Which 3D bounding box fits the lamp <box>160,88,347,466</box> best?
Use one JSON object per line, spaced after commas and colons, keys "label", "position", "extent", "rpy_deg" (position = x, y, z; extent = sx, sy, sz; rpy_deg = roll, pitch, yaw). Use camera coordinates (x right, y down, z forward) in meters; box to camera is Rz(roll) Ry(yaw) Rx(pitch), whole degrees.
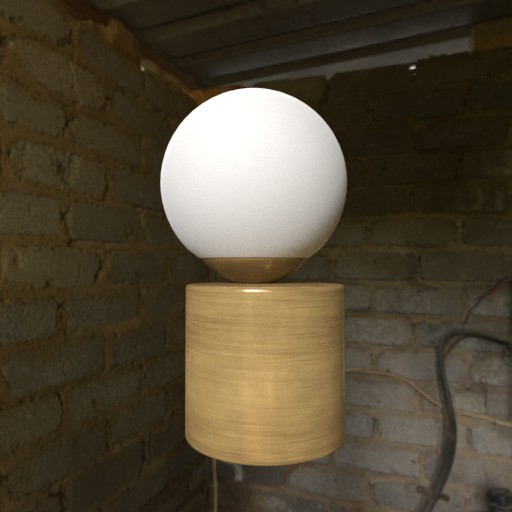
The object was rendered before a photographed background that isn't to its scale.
{"label": "lamp", "position": [0.000, 0.000, 0.336], "extent": [0.141, 0.250, 0.152], "rpy_deg": [1, -2, -18]}
